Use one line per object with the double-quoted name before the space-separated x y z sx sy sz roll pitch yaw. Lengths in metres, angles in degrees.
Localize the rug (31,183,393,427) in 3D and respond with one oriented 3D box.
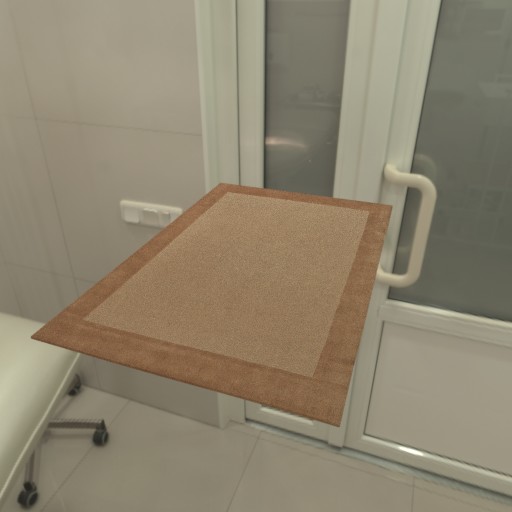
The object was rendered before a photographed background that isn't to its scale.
"rug" 0.000 0.000 2.300 1.219 0.014 1.829 10 31 17
